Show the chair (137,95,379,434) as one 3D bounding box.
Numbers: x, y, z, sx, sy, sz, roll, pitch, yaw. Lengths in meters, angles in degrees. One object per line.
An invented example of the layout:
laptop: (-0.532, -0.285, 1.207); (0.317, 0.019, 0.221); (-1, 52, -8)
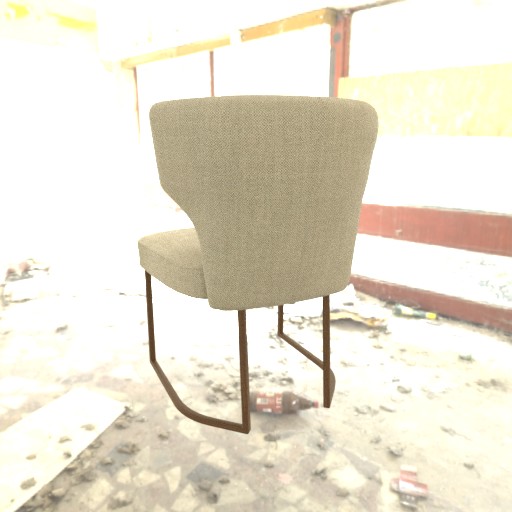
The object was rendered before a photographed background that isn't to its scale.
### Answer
chair: (0.000, 0.000, 1.273); (0.611, 0.824, 0.617); (-7, 15, -26)
